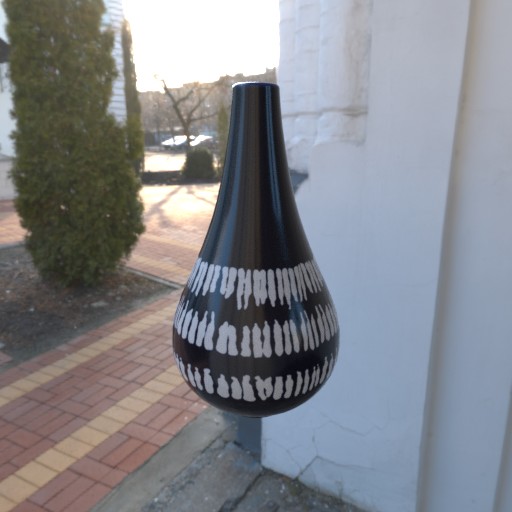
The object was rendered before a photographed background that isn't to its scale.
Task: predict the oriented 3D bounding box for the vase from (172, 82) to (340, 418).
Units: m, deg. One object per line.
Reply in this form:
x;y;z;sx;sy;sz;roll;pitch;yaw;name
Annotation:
0.000;0.000;0.406;0.159;0.295;0.159;0;15;0;vase
